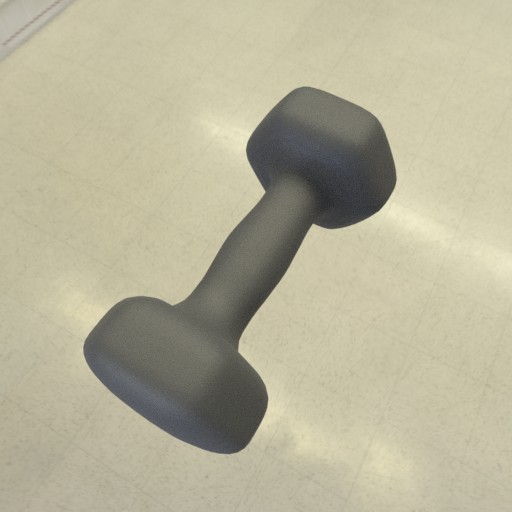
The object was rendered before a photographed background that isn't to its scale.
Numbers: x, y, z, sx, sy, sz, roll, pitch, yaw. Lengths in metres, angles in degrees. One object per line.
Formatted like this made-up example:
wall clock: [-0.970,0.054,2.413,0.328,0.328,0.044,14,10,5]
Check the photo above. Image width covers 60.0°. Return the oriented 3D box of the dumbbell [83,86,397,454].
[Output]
dumbbell: [0.000,0.000,0.296,0.116,0.105,0.240,29,66,14]
